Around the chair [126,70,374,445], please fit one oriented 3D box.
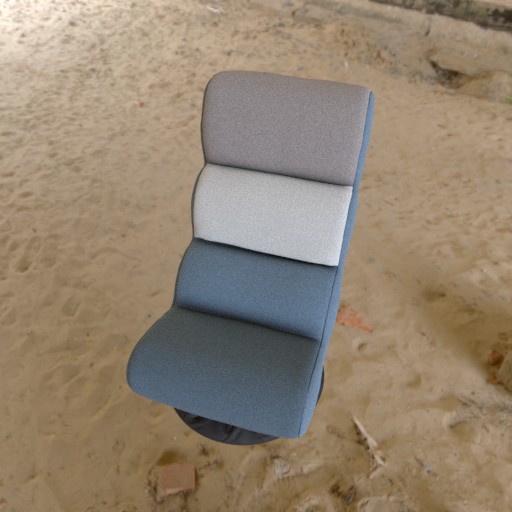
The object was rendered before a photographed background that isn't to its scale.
[{"bbox_3d":[0.000,0.000,1.046,0.420,0.641,0.661,11,42,13],"label":"chair"}]
